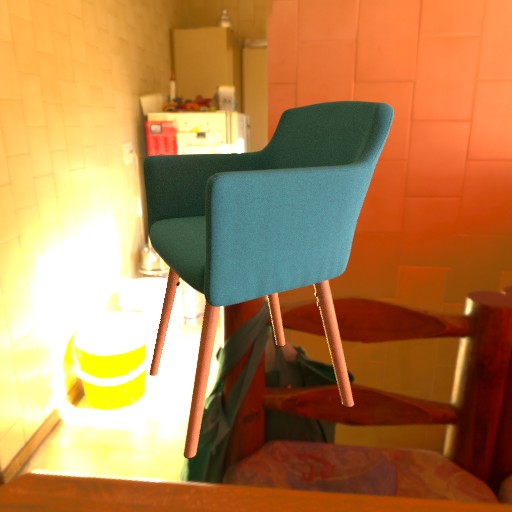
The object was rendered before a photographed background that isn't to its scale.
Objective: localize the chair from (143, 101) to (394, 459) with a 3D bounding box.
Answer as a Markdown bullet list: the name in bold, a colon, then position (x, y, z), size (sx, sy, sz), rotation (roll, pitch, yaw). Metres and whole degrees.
- **chair**: position (0.000, 0.000, 1.168), size (0.540, 0.780, 0.570), rotation (-8, 18, -24)
